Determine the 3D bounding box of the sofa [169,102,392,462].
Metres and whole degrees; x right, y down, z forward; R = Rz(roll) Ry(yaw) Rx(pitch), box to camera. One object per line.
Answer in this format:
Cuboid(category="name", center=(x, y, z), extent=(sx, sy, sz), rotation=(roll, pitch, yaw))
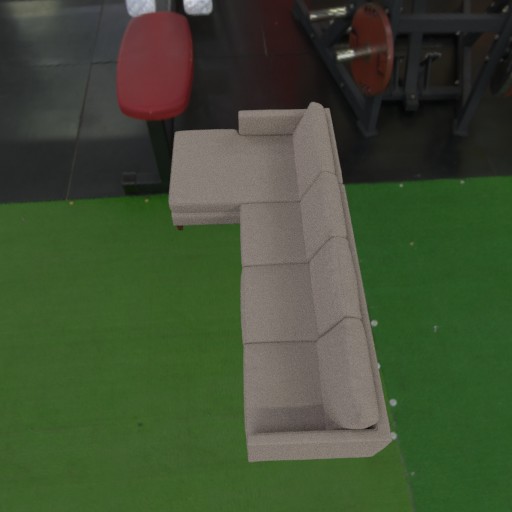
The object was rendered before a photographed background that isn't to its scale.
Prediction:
Cuboid(category="sofa", center=(0.000, 0.000, 3.843), extent=(1.625, 0.846, 3.186), rotation=(-2, 58, -1))
